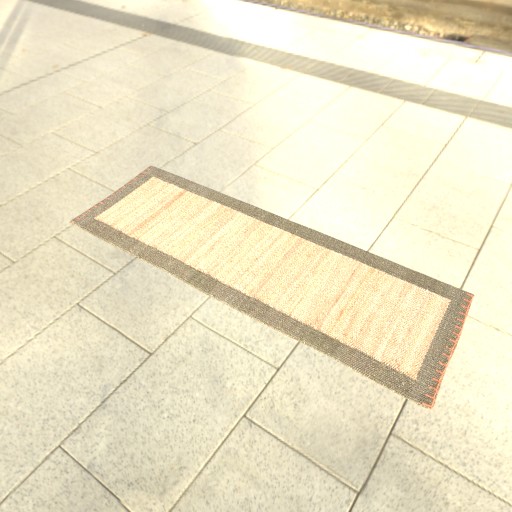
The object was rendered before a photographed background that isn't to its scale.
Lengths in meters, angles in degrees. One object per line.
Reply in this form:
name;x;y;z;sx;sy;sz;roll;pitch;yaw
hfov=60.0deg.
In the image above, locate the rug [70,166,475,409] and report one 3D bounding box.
rug;0.000;0.000;2.708;2.413;0.016;0.810;25;50;23
